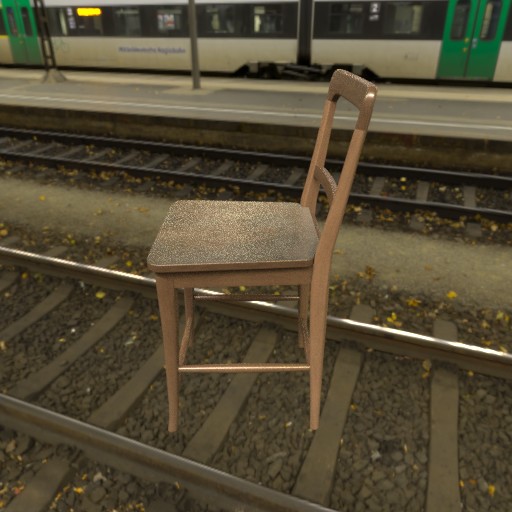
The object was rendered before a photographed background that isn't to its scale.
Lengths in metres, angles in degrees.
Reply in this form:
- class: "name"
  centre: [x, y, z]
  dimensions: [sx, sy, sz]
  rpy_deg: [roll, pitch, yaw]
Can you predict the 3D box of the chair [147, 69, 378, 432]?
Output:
- class: "chair"
  centre: [0.000, 0.000, 1.312]
  dimensions: [0.546, 0.991, 0.450]
  rpy_deg: [0, 28, 0]
